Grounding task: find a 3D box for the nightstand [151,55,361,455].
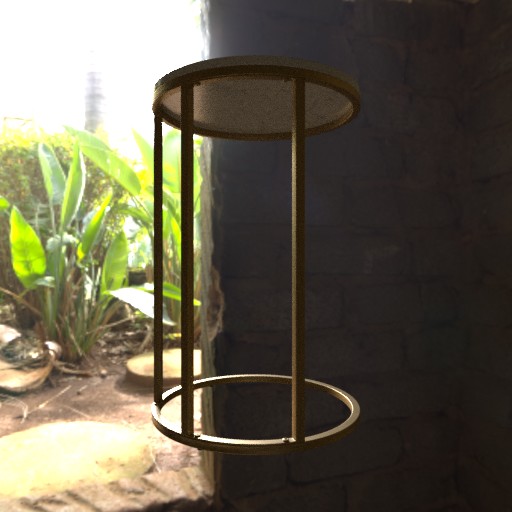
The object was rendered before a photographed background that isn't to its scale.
[{"bbox_3d":[0.000,0.000,0.872,0.400,0.610,0.400,0,0,35],"label":"nightstand"}]
